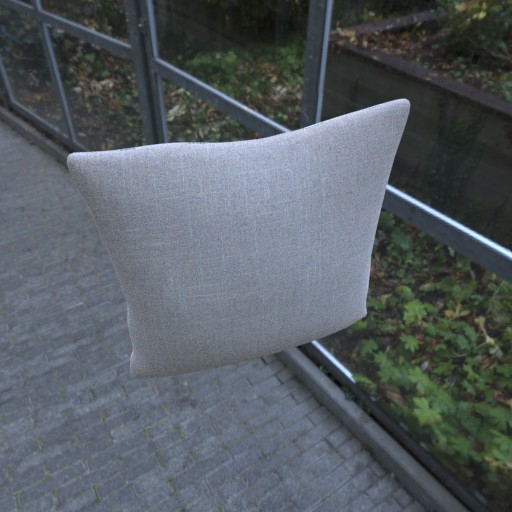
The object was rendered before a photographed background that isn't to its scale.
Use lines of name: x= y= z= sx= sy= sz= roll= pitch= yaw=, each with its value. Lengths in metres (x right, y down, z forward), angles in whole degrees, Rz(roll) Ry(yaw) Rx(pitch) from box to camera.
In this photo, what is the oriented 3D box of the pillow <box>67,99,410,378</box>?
pillow: x=0.000 y=0.000 z=0.870 sx=0.578 sy=0.558 sz=0.192 roll=-12 pitch=42 yaw=-14
